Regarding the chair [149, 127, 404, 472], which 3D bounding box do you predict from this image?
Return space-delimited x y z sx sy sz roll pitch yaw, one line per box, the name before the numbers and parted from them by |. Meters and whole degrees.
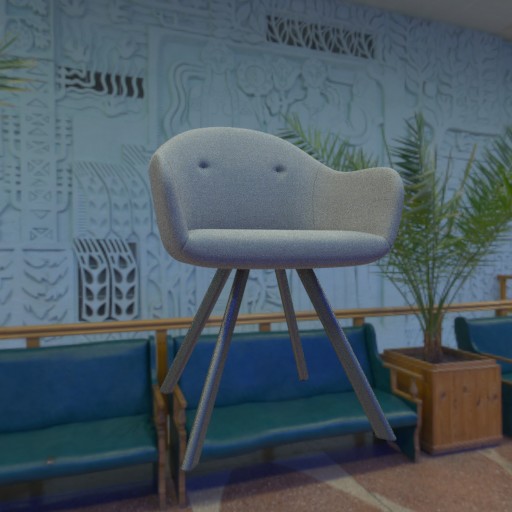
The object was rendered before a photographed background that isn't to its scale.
chair | 0.000 0.000 1.145 0.540 0.780 0.570 0 1 -17
